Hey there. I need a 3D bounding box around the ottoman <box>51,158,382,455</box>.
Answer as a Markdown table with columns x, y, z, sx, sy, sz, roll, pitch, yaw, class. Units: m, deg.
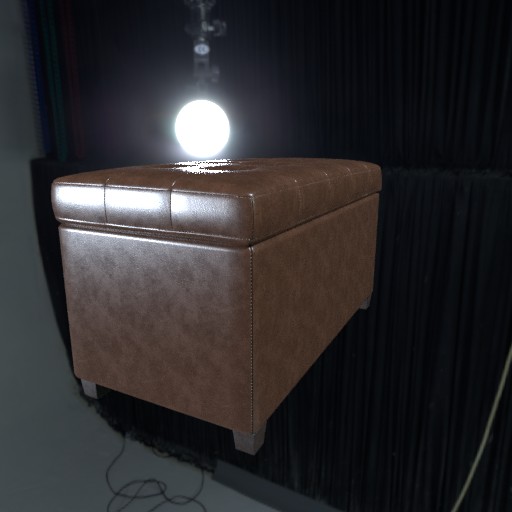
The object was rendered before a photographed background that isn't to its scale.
| x | y | z | sx | sy | sz | roll | pitch | yaw | class |
| --- | --- | --- | --- | --- | --- | --- | --- | --- | --- |
| 0.000 | 0.000 | 1.121 | 0.432 | 0.470 | 0.838 | 7 | 16 | 27 | ottoman |
